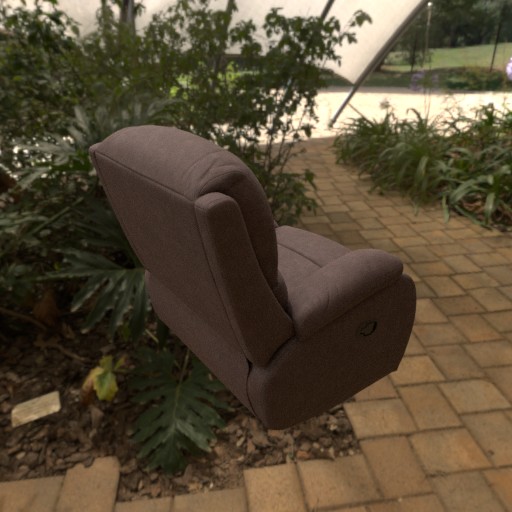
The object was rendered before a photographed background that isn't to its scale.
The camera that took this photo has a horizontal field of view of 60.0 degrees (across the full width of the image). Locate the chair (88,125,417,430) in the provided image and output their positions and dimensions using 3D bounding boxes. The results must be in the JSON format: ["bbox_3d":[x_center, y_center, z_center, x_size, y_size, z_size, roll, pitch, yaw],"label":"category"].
[{"bbox_3d":[0.000,0.000,1.705,0.899,1.011,0.930,-17,30,-32],"label":"chair"}]
